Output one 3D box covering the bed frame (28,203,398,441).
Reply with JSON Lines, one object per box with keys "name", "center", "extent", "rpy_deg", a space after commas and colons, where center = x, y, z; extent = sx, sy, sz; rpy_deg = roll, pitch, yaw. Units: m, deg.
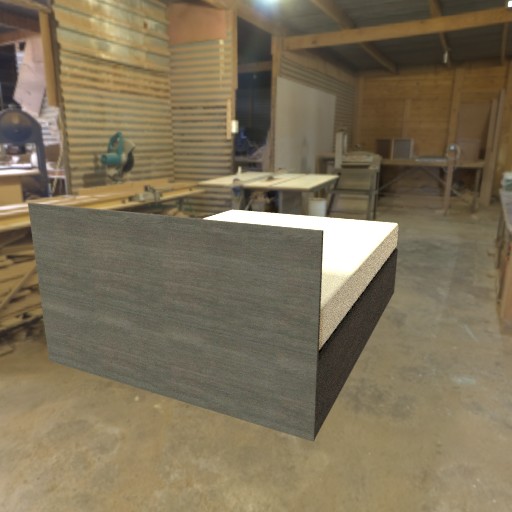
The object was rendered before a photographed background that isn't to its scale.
{"name": "bed frame", "center": [0.000, 0.000, 2.663], "extent": [1.400, 0.800, 1.900], "rpy_deg": [7, 17, 25]}
